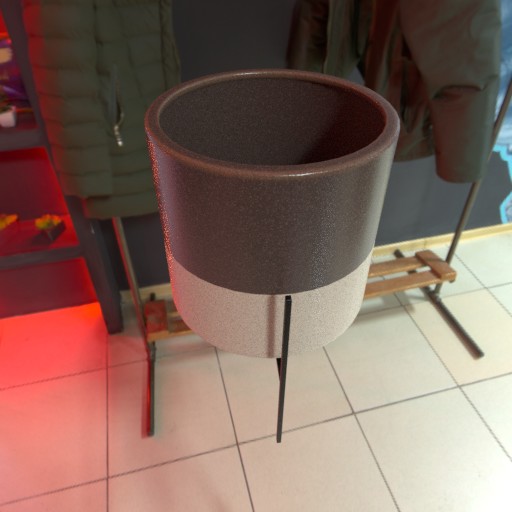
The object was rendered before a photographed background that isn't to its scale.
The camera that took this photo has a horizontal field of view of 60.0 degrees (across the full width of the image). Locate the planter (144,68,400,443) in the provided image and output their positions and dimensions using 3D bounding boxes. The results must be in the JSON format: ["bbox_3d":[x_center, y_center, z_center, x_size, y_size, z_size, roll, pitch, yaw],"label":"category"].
[{"bbox_3d":[0.000,0.000,0.522,0.260,0.353,0.250,12,42,13],"label":"planter"}]
